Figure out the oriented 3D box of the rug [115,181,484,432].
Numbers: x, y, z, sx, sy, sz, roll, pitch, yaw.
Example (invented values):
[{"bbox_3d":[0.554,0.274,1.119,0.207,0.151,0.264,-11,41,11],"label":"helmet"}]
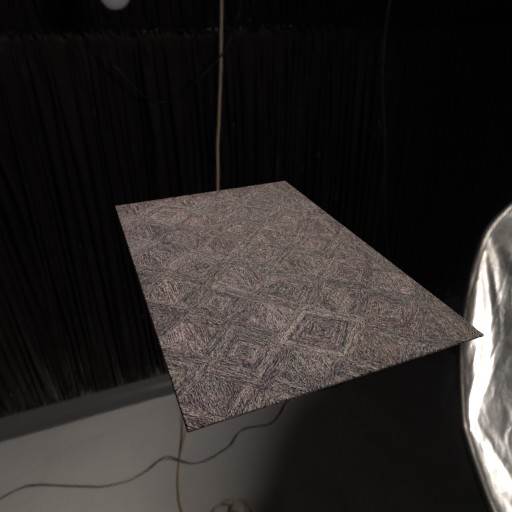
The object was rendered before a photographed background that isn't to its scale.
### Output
[{"bbox_3d":[0.000,0.000,2.865,1.501,0.017,2.298,-12,32,-19],"label":"rug"}]
